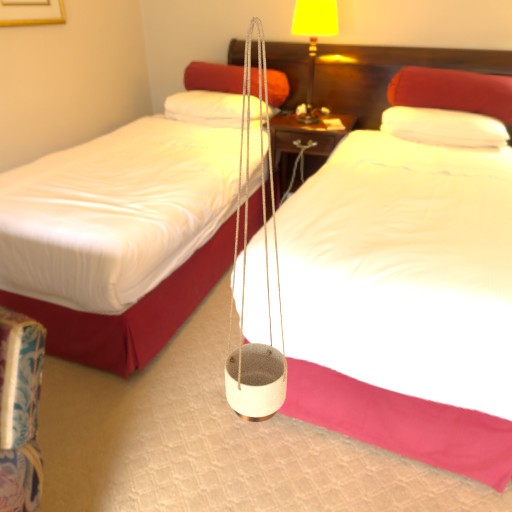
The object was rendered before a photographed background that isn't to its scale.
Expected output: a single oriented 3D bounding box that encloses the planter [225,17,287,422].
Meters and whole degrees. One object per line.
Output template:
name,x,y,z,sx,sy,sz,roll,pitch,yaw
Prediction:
planter,0.000,0.000,0.886,0.146,0.841,0.146,-8,31,-13
